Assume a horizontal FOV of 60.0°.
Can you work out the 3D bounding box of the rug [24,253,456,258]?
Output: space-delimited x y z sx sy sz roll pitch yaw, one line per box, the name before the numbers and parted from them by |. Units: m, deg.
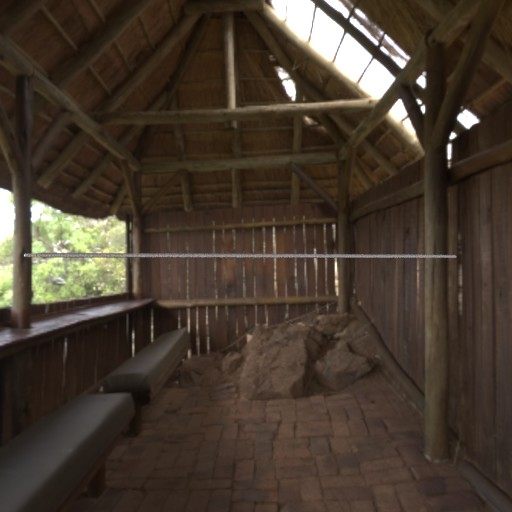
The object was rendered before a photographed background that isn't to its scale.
rug | 0.000 0.000 2.548 2.297 0.019 0.659 0 0 -20
